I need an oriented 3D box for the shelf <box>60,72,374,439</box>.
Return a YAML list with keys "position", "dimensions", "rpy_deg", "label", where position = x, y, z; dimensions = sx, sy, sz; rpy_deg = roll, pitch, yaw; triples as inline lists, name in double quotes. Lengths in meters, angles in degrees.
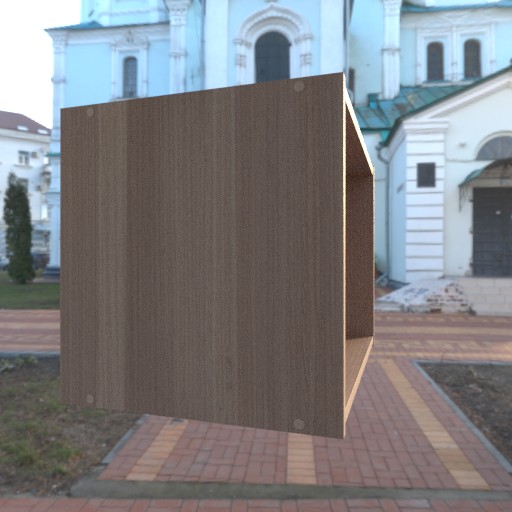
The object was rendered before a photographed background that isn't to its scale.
- position: [0.000, 0.000, 0.610]
  dimensions: [0.290, 0.305, 0.415]
  rpy_deg: [0, 0, 18]
  label: "shelf"
